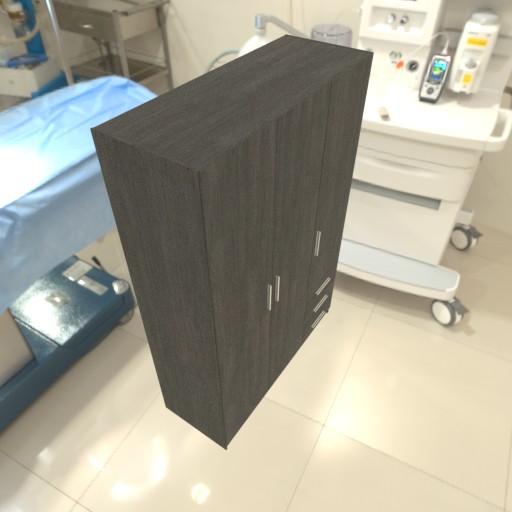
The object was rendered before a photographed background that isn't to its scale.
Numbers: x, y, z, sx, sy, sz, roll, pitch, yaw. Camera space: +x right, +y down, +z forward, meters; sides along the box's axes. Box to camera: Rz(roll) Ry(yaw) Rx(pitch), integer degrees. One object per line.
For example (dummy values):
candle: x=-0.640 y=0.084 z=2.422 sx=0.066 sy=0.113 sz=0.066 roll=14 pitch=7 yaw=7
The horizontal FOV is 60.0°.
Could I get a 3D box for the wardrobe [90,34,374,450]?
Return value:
wardrobe: x=0.000 y=0.000 z=2.468 sx=0.510 sy=1.910 sz=1.290 roll=25 pitch=48 yaw=25
